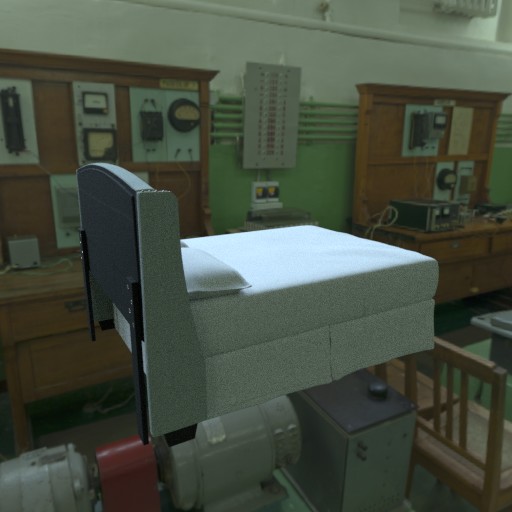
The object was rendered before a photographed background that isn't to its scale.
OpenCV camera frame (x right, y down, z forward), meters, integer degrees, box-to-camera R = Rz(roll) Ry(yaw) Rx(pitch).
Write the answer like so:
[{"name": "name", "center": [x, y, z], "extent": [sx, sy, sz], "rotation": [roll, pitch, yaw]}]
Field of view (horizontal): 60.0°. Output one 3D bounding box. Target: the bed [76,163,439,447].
[{"name": "bed", "center": [0.000, 0.000, 3.319], "extent": [2.237, 1.407, 1.710], "rotation": [-8, 17, -29]}]
